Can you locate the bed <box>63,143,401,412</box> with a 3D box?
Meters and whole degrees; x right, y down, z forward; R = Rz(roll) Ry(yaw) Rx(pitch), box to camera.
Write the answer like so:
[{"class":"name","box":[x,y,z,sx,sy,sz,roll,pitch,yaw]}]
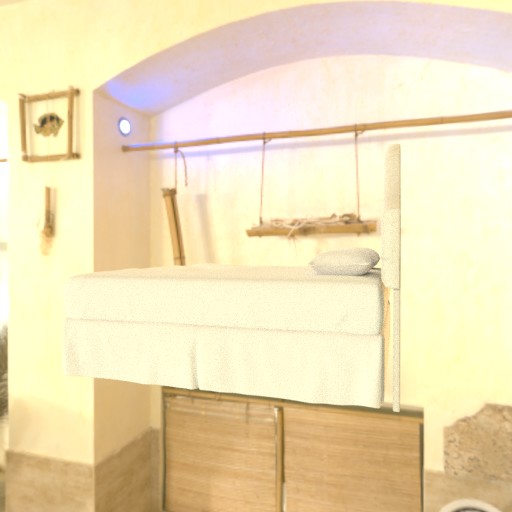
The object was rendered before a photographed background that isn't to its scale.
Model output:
[{"class":"bed","box":[0.000,0.000,3.582,2.214,1.615,2.008,0,1,18]}]
